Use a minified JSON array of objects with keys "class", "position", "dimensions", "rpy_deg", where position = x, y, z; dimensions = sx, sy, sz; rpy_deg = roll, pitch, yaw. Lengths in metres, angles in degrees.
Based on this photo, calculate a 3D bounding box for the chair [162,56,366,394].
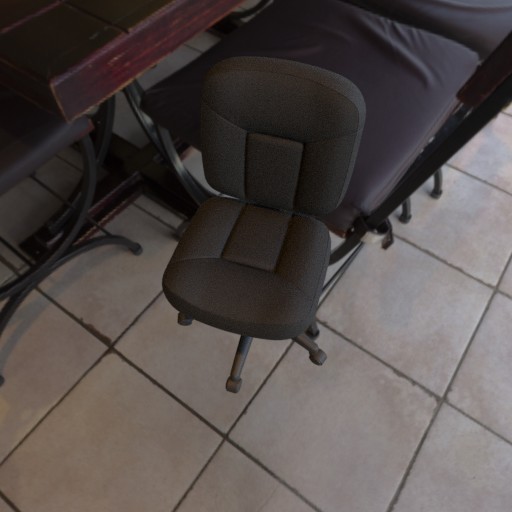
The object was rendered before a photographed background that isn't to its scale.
[{"class":"chair","position":[0.000,0.000,1.379],"dimensions":[0.610,0.972,0.610],"rpy_deg":[14,58,9]}]
